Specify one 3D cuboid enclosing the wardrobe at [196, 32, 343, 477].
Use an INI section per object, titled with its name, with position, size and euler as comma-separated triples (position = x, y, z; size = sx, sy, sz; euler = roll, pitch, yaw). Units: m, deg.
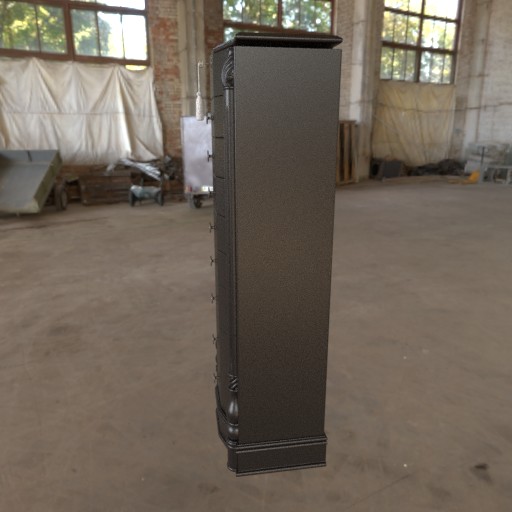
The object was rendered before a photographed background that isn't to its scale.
[wardrobe]
position = 0.000, 0.000, 1.192
size = 0.295, 1.011, 0.444
euler = -2, 15, -9
